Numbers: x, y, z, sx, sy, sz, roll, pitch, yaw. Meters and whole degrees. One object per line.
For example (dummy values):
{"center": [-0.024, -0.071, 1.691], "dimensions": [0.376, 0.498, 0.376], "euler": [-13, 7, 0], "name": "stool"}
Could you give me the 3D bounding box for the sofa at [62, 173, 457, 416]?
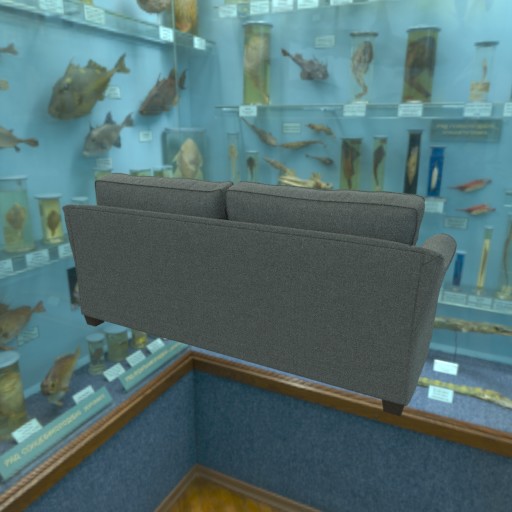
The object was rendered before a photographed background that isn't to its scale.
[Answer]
{"center": [0.000, 0.000, 2.729], "dimensions": [2.203, 0.976, 1.013], "euler": [9, 19, 27], "name": "sofa"}
